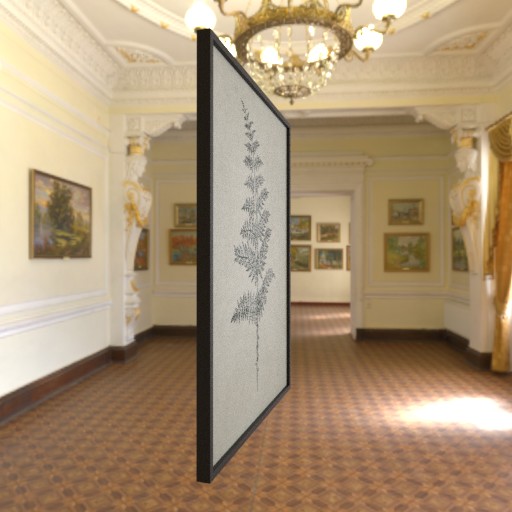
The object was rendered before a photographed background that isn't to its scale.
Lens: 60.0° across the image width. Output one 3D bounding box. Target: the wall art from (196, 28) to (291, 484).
[{"bbox_3d":[0.000,0.000,1.426,0.036,1.070,0.802,0,0,18],"label":"wall art"}]
